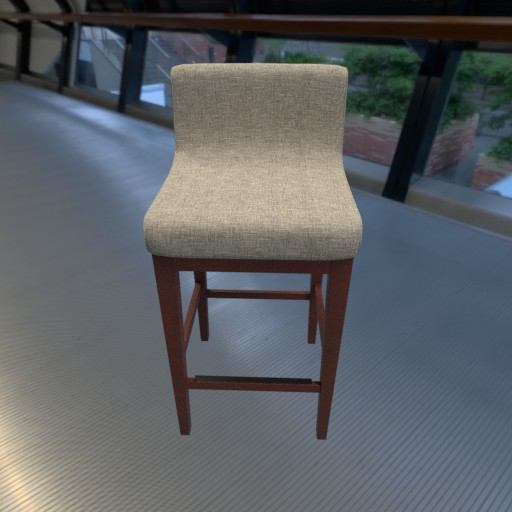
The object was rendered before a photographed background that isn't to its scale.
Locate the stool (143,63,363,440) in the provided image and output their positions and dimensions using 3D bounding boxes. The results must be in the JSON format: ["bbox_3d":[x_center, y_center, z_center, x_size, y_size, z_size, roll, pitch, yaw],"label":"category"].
[{"bbox_3d":[0.000,0.000,1.096,0.417,0.835,0.459,1,30,2],"label":"stool"}]
